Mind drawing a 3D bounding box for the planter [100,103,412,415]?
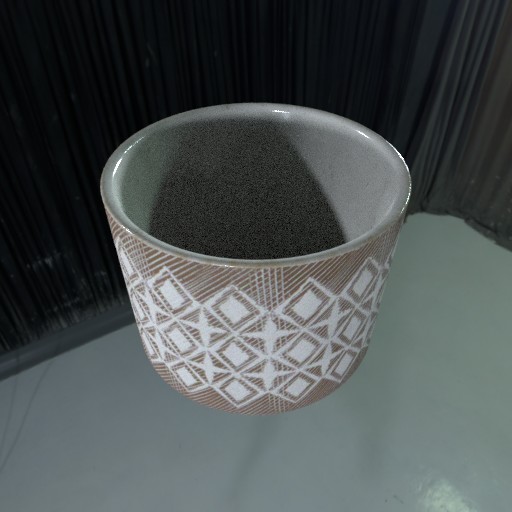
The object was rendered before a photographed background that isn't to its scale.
[{"bbox_3d":[0.000,0.000,0.220,0.126,0.104,0.126,0,42,0],"label":"planter"}]
